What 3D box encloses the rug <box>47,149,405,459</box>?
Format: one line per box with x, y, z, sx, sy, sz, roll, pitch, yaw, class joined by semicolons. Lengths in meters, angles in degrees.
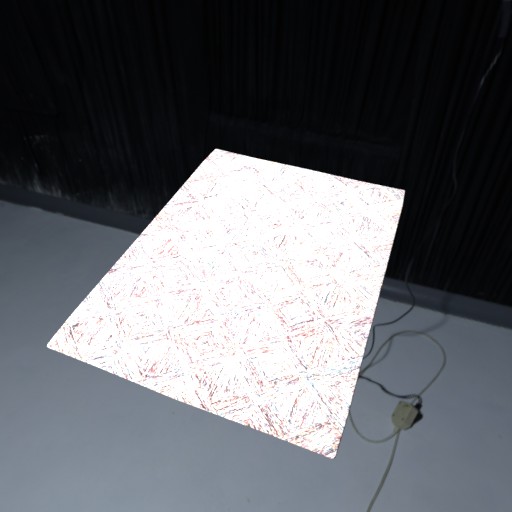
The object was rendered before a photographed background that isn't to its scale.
0.000;0.000;4.339;2.436;0.024;3.226;16;47;15;rug
